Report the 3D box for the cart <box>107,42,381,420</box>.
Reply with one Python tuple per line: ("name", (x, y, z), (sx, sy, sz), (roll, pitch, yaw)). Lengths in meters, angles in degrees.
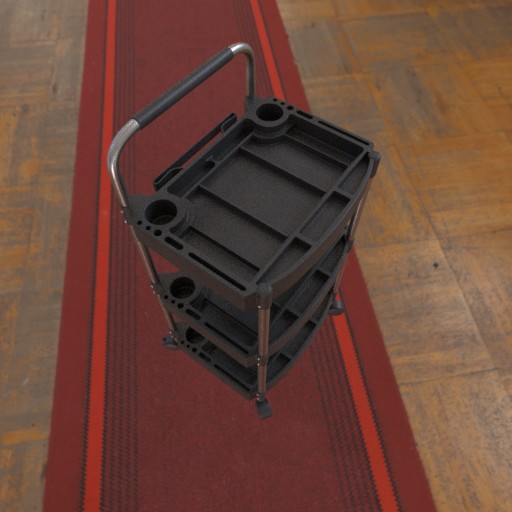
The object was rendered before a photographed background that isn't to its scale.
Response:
("cart", (0.000, 0.000, 1.373), (0.518, 1.075, 0.584), (32, 62, 19))
